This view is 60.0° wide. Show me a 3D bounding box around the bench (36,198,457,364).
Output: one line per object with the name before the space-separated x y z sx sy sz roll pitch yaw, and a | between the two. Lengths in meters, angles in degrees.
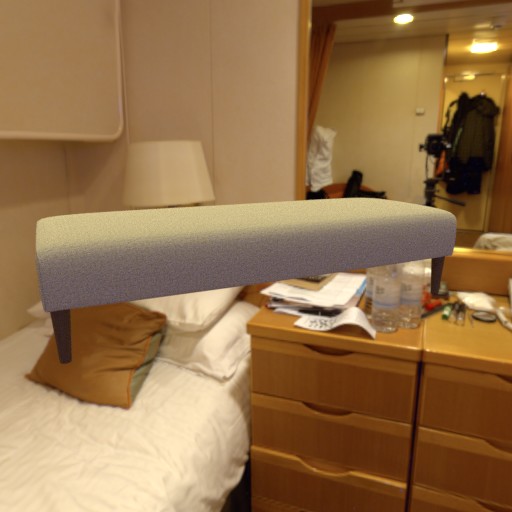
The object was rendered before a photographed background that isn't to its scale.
bench | 0.000 0.000 1.818 1.598 0.383 0.631 -6 15 -25
